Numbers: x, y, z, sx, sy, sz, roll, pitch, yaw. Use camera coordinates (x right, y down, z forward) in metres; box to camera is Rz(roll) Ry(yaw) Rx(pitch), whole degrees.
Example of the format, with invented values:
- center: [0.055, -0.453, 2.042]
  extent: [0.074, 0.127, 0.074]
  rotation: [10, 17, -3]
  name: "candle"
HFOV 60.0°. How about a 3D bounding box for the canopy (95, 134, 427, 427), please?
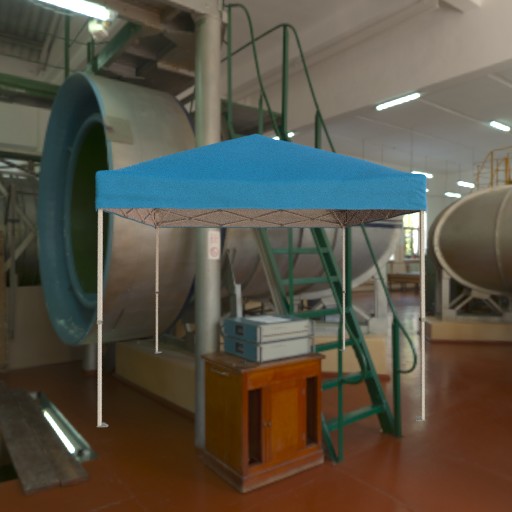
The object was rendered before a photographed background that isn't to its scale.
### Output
- center: [0.000, 0.000, 5.450]
  extent: [2.996, 2.997, 2.998]
  rotation: [0, 0, -3]
  name: "canopy"
